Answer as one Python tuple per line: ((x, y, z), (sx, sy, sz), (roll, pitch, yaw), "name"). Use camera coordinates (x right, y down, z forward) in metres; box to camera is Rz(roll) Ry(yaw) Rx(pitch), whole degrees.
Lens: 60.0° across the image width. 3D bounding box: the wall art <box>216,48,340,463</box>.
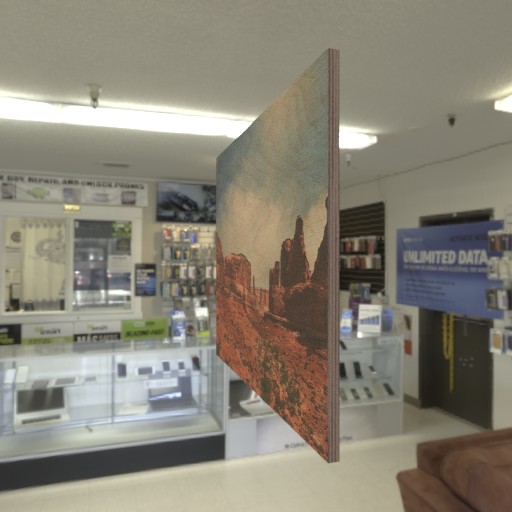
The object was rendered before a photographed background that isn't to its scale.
((0.000, 0.000, 0.677), (0.013, 0.406, 0.508), (0, 0, -18), "wall art")
